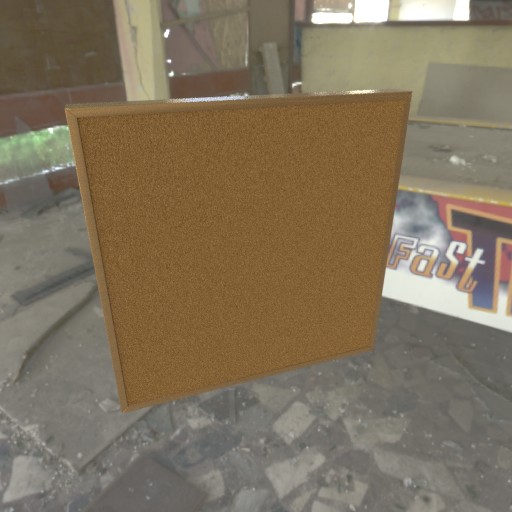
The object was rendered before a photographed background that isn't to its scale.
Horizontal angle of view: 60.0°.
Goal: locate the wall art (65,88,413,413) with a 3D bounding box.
[{"bbox_3d":[0.000,0.000,0.742,0.505,0.505,0.037,-9,28,-18],"label":"wall art"}]
